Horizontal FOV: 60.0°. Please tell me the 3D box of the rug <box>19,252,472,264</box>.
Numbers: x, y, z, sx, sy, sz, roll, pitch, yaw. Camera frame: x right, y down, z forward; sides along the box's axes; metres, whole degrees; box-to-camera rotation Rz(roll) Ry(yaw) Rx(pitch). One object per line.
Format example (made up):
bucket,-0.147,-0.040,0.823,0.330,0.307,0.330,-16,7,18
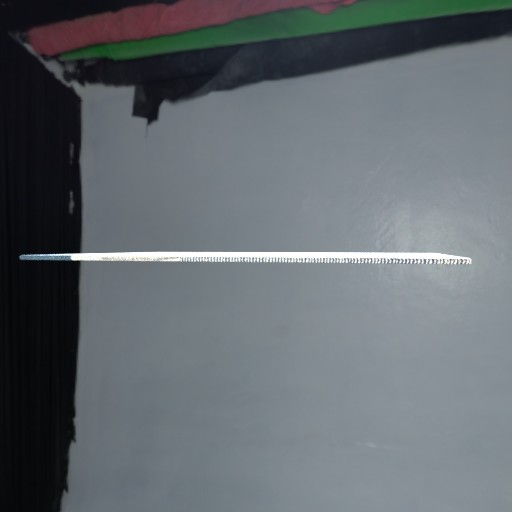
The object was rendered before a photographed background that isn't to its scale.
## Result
rug,0.000,0.000,2.296,1.847,0.020,1.238,0,1,17
